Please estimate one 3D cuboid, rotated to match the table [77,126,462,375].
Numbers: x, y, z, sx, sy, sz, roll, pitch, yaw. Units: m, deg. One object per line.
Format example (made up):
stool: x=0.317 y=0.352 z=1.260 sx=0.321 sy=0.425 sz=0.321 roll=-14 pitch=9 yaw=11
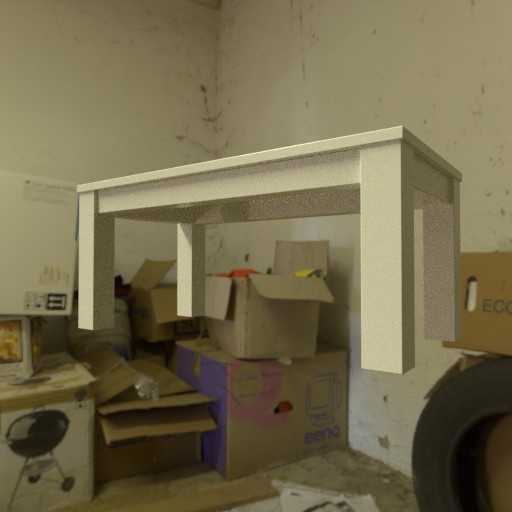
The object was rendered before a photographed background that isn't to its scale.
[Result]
table: x=0.000 y=0.000 z=2.288 sx=1.800 sy=0.790 sz=0.900 roll=-1 pitch=-1 yaw=36
